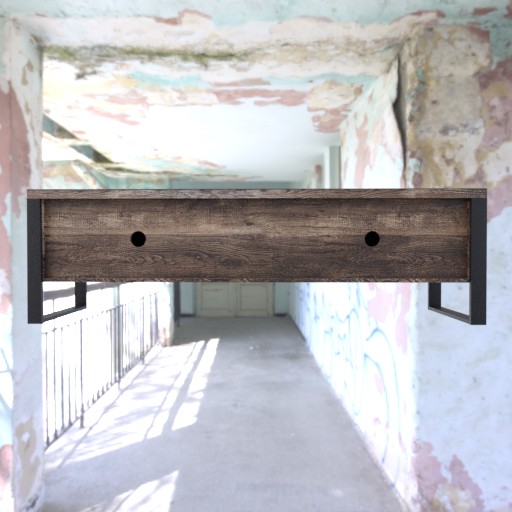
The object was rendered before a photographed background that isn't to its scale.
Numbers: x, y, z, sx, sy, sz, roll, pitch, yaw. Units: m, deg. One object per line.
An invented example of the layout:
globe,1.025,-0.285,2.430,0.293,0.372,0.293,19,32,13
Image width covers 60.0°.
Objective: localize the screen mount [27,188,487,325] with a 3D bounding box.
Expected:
screen mount,0.000,0.000,1.667,1.524,0.450,0.395,0,1,1
